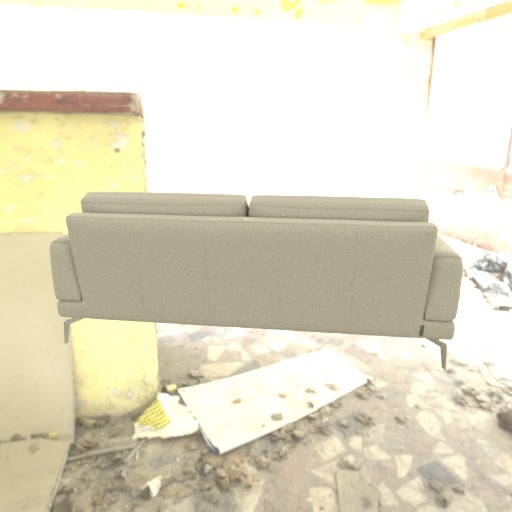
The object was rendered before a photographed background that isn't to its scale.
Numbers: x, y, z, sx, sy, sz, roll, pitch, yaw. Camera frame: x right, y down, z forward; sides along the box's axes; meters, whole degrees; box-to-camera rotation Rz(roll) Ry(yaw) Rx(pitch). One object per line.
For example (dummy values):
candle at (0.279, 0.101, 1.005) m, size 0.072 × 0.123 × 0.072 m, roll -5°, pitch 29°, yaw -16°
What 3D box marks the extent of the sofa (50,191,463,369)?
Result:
sofa at (0.000, 0.000, 2.447) m, size 1.940 × 0.765 × 0.974 m, roll 2°, pitch 17°, yaw 7°
